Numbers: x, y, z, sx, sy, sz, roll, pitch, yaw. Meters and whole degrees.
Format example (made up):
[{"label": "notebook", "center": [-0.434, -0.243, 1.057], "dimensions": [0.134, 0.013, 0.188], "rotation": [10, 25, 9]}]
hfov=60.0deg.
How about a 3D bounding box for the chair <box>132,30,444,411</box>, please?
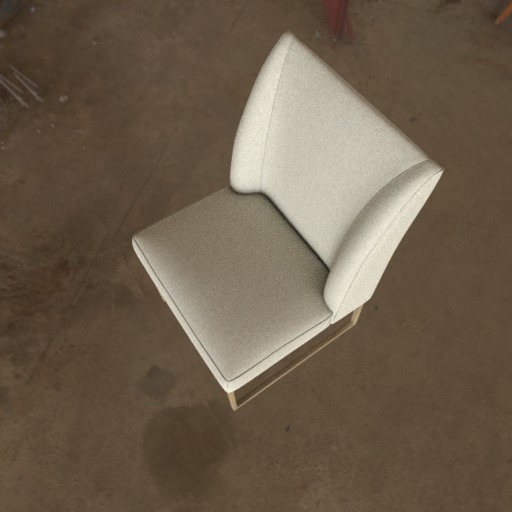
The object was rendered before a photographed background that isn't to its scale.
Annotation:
[{"label": "chair", "center": [0.000, 0.000, 1.191], "dimensions": [0.522, 0.863, 0.508], "rotation": [-32, 67, -15]}]
